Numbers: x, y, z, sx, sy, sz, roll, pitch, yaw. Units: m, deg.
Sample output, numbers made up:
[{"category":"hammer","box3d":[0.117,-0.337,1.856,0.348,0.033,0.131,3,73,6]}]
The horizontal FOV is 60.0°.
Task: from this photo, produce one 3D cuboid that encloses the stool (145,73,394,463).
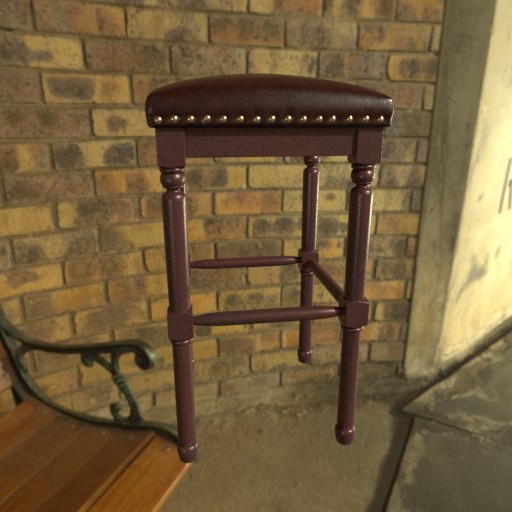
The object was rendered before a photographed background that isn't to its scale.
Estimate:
[{"category":"stool","box3d":[0.000,0.000,0.925,0.383,0.702,0.382,-3,17,-8]}]
